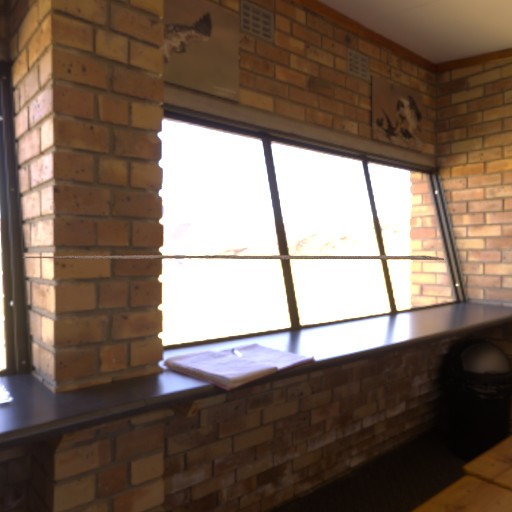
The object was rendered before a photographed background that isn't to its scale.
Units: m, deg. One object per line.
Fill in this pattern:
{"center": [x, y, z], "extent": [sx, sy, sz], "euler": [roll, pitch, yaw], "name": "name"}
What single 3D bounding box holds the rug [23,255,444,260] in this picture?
{"center": [0.000, 0.000, 3.306], "extent": [2.455, 0.025, 1.964], "euler": [0, 0, 18], "name": "rug"}
